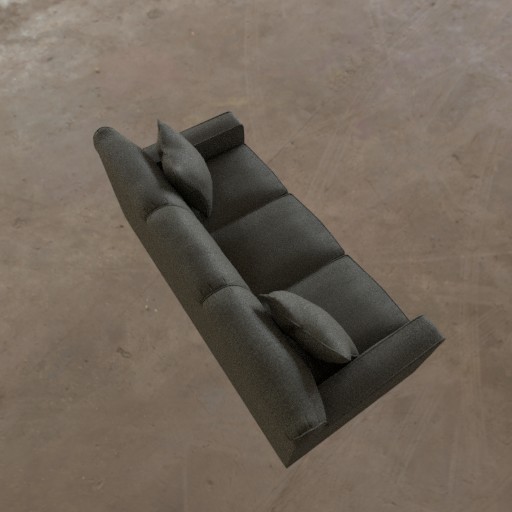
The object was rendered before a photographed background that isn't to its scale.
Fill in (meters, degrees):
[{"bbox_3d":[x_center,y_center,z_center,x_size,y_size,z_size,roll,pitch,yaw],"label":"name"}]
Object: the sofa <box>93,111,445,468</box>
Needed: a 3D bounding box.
[{"bbox_3d":[0.000,0.000,2.618,0.997,0.958,2.024,-30,62,-17],"label":"sofa"}]
